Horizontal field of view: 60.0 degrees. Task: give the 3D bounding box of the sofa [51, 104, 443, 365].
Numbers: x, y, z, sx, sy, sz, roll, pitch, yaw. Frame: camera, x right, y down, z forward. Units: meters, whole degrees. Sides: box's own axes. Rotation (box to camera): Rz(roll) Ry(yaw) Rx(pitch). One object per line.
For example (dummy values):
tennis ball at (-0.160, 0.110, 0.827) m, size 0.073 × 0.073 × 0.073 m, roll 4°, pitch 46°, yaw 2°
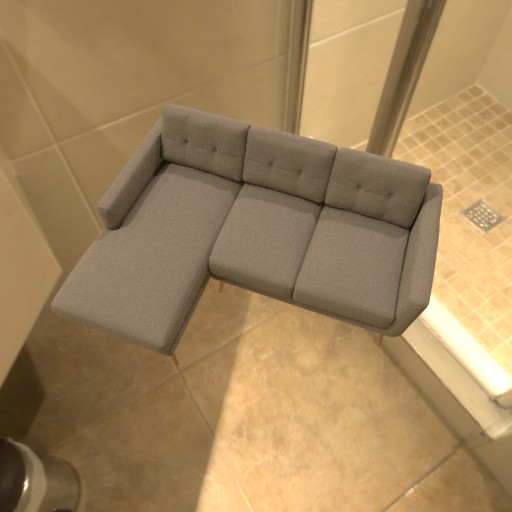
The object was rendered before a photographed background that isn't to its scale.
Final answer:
sofa at (0.000, 0.000, 2.788) m, size 2.040 × 0.860 × 1.530 m, roll 17°, pitch 59°, yaw 11°
